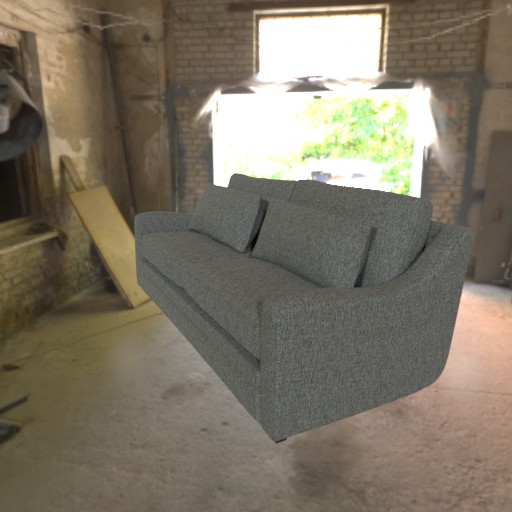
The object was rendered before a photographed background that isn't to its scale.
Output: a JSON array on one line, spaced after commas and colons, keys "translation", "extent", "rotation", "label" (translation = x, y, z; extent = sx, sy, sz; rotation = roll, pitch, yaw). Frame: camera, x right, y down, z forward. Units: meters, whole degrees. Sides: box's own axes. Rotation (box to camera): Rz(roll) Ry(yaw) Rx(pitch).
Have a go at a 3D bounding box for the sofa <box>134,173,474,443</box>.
[{"translation": [0.000, 0.000, 2.961], "extent": [1.103, 0.998, 2.418], "rotation": [-8, 17, -27], "label": "sofa"}]
